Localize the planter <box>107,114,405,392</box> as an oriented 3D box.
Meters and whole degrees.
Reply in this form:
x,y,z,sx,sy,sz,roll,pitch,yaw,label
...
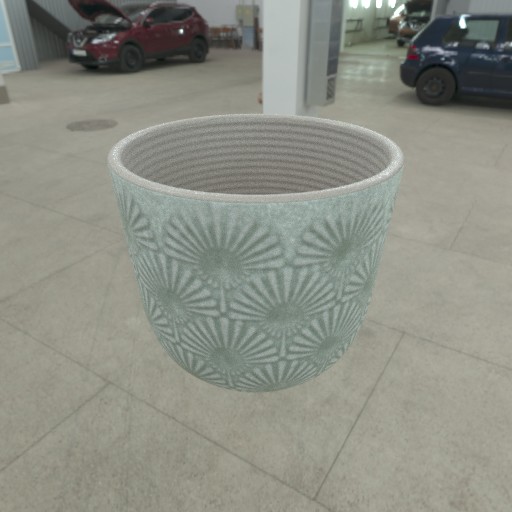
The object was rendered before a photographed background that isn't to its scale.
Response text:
x,y,z,sx,sy,sz,roll,pitch,yaw,label
0.000,0.000,0.299,0.170,0.152,0.170,0,30,0,planter
